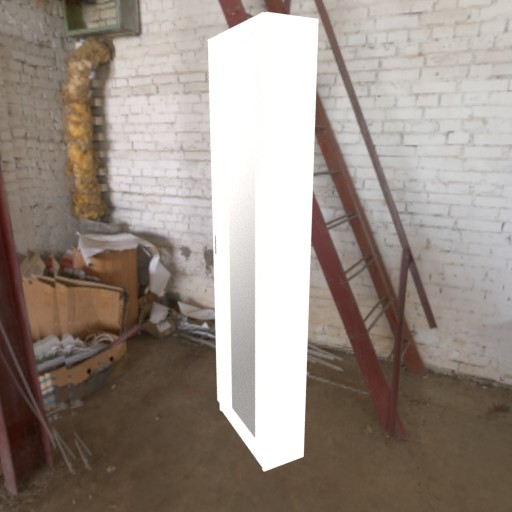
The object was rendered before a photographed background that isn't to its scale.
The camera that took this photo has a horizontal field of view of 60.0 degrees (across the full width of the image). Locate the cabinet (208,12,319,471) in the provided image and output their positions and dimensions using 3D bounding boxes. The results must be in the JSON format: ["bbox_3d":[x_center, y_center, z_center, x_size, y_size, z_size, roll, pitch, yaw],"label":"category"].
[{"bbox_3d":[0.000,0.000,1.931,0.230,1.790,0.500,-8,17,-26],"label":"cabinet"}]
